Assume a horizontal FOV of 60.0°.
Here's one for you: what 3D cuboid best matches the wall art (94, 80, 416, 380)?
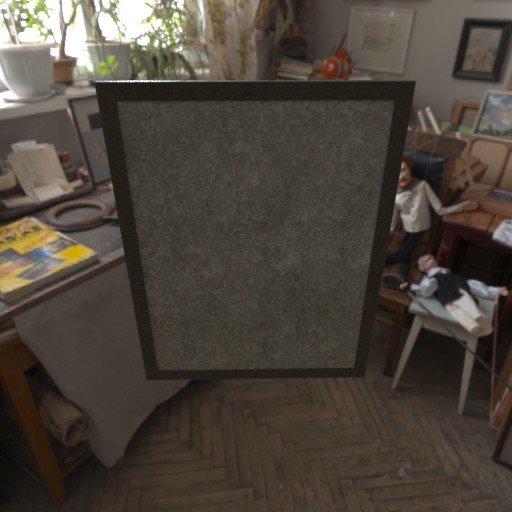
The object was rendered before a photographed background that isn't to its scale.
[{"bbox_3d":[0.000,0.000,1.318,0.767,0.983,0.030,-1,31,-1],"label":"wall art"}]
